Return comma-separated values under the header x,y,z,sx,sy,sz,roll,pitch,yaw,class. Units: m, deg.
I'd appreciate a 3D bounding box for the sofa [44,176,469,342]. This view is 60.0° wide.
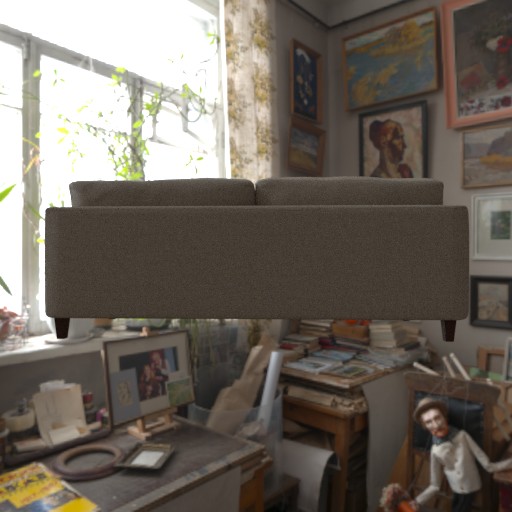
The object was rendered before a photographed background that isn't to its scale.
x,y,z,sx,sy,sz,roll,pitch,yaw,class
0.000,0.000,2.964,2.434,0.965,0.951,0,0,2,sofa
